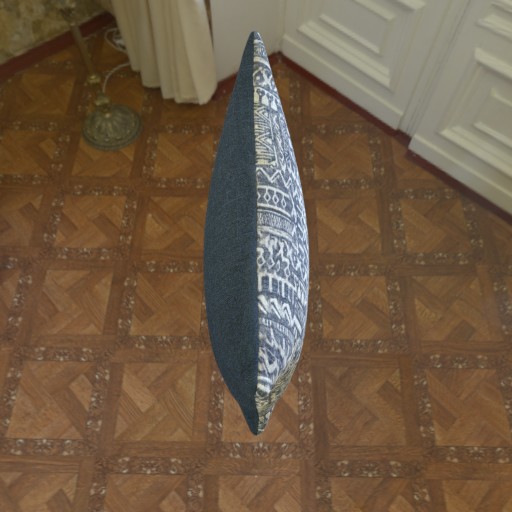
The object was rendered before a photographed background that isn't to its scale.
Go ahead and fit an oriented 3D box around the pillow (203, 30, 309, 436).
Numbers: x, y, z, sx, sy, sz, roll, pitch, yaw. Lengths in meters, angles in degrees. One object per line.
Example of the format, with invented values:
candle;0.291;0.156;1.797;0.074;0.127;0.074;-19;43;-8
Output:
pillow;0.000;0.000;0.769;0.180;0.487;0.546;0;64;0
